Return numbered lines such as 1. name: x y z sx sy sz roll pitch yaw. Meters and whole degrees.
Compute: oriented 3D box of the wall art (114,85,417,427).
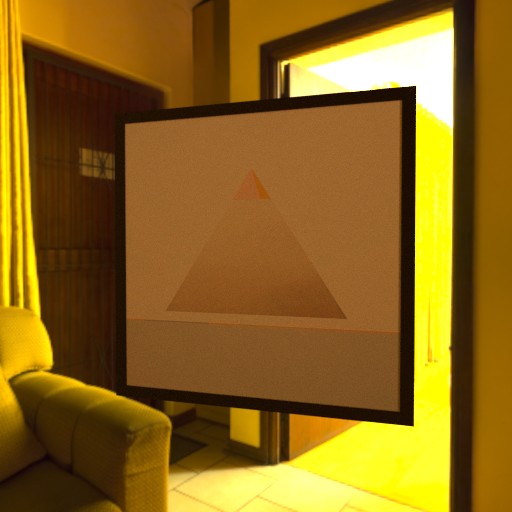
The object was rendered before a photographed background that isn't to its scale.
1. wall art: 0.000 0.000 0.452 0.304 0.303 0.037 0 1 16
